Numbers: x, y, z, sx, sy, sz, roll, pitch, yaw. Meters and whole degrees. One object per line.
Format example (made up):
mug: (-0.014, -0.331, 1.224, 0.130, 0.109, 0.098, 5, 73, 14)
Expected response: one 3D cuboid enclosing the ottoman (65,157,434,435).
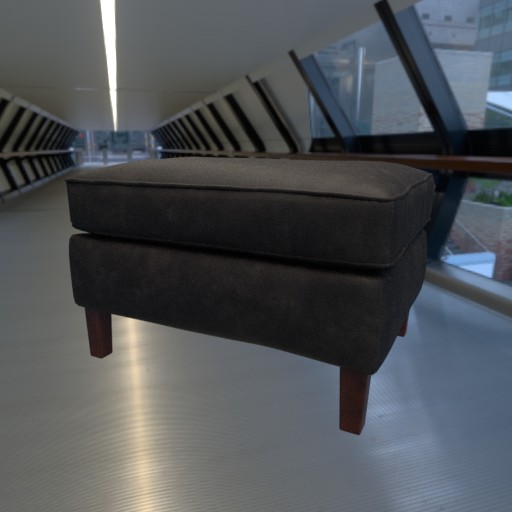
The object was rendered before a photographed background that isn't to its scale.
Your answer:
ottoman: (0.000, 0.000, 0.967, 0.665, 0.413, 0.501, 7, 16, 26)
